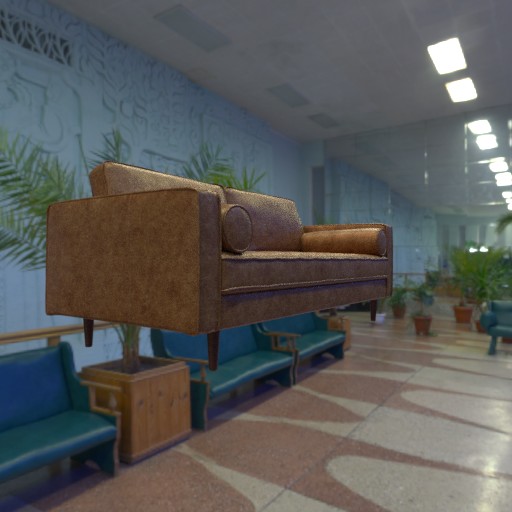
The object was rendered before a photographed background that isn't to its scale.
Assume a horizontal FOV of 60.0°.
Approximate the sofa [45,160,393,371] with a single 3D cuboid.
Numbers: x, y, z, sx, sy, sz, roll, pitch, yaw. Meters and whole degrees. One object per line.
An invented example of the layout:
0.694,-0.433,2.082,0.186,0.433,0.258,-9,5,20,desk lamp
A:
0.000,0.000,2.425,0.924,0.825,1.920,0,-1,35,sofa
